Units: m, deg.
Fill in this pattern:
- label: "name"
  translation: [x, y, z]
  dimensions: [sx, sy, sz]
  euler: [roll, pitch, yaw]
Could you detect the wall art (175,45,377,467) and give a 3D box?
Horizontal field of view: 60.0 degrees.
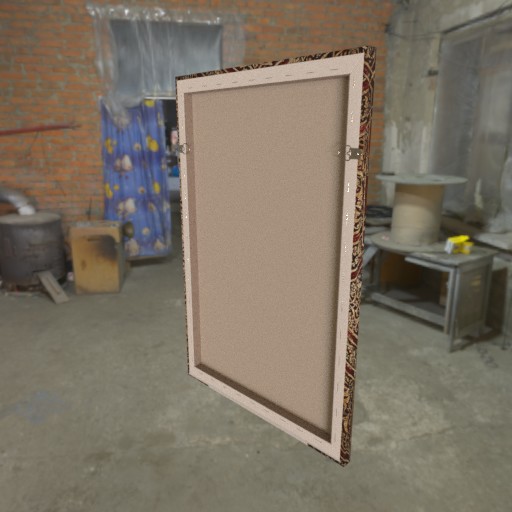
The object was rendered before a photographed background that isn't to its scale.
- label: "wall art"
  translation: [0.000, 0.000, 1.130]
  dimensions: [0.599, 0.904, 0.030]
  euler: [14, 20, 43]
